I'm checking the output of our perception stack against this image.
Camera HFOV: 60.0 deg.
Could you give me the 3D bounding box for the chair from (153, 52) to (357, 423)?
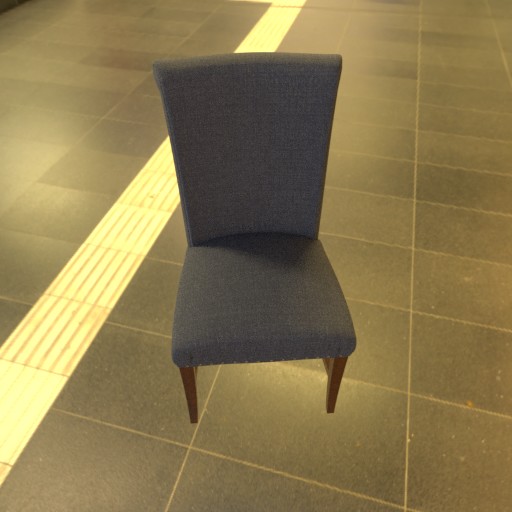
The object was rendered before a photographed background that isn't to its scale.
[{"bbox_3d":[0.000,0.000,1.337,0.513,0.988,0.608,-3,45,-3],"label":"chair"}]
